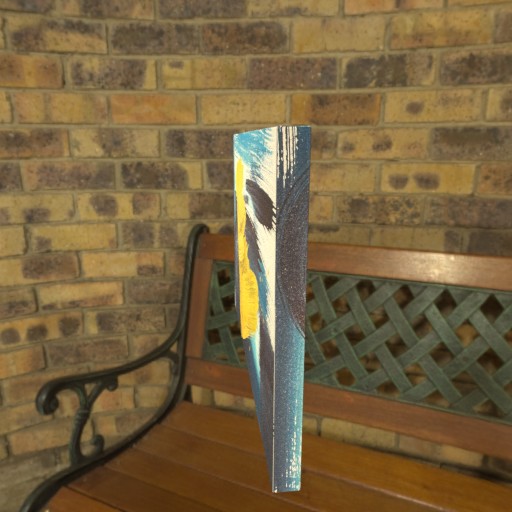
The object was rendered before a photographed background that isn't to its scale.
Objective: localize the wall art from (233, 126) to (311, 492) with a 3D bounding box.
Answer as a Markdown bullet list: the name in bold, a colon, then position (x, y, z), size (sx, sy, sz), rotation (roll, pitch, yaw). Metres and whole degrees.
- **wall art**: position (0.000, 0.000, 0.754), size (0.033, 0.406, 0.609), rotation (-2, 15, -6)
